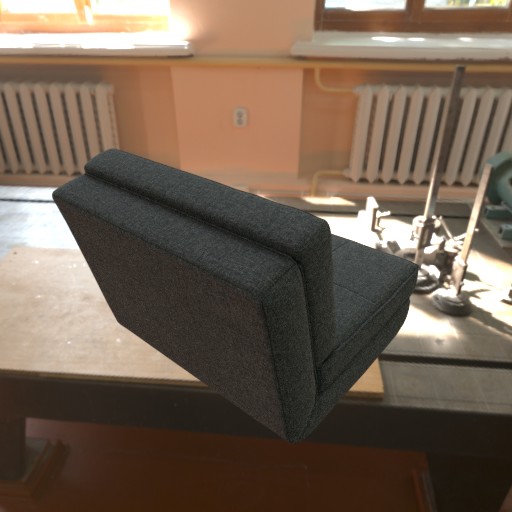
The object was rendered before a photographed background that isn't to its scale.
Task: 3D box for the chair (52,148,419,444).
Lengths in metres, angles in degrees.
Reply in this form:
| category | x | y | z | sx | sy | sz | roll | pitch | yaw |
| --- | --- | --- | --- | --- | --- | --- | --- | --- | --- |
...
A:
| category | x | y | z | sx | sy | sz | roll | pitch | yaw |
| --- | --- | --- | --- | --- | --- | --- | --- | --- | --- |
| chair | 0.000 | 0.000 | 1.313 | 0.740 | 0.615 | 0.800 | 23 | 38 | 34 |
